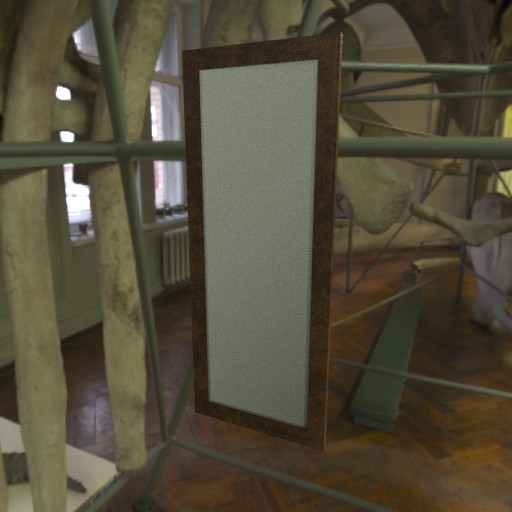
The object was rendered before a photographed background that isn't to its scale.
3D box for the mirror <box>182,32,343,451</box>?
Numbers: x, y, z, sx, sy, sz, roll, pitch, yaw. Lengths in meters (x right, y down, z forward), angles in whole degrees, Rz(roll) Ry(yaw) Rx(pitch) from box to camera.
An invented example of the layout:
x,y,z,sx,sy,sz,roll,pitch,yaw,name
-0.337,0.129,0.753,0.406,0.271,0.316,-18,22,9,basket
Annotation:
x,y,z,sx,sy,sz,roll,pitch,yaw,name
0.000,0.000,2.293,0.812,2.031,0.032,7,15,26,mirror
